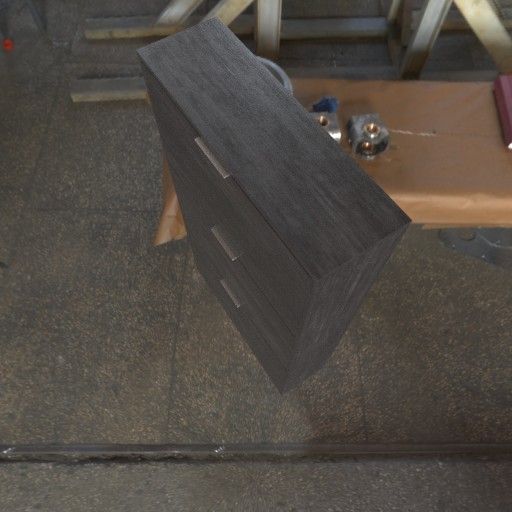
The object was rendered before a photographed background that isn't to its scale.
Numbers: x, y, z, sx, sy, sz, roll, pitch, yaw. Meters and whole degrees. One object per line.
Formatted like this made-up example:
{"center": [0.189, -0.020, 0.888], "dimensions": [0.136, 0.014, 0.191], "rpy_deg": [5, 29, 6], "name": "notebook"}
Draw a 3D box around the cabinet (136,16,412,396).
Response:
{"center": [0.000, 0.000, 1.562], "dimensions": [0.250, 1.280, 0.750], "rpy_deg": [-31, 67, -14], "name": "cabinet"}
